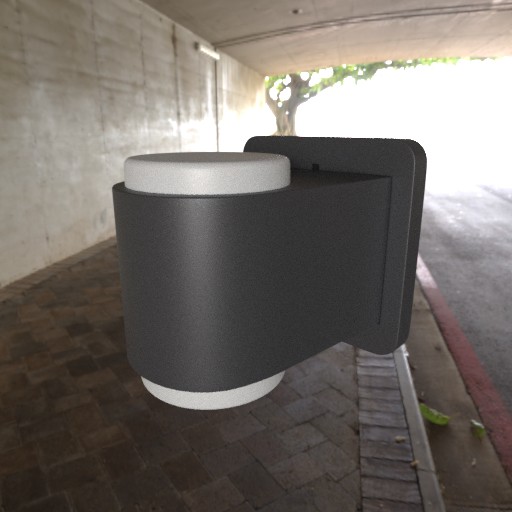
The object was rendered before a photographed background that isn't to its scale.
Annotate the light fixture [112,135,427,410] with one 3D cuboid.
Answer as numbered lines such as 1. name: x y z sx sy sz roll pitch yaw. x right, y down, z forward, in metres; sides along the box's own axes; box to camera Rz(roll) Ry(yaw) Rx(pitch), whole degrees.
1. light fixture: 0.000 0.000 0.212 0.109 0.109 0.132 15 22 41
